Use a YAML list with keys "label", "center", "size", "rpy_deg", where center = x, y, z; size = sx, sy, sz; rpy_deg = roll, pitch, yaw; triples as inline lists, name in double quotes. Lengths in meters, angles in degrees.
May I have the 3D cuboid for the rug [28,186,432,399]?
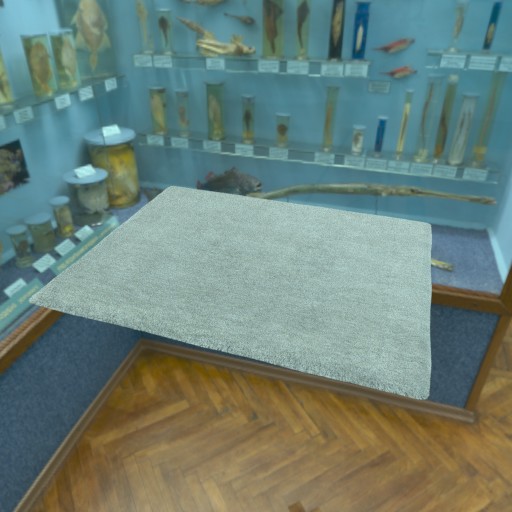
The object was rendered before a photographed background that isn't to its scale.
- label: "rug"
  center: [0.000, 0.000, 3.892]
  size: [2.933, 0.027, 2.332]
  rpy_deg: [10, 34, 16]
